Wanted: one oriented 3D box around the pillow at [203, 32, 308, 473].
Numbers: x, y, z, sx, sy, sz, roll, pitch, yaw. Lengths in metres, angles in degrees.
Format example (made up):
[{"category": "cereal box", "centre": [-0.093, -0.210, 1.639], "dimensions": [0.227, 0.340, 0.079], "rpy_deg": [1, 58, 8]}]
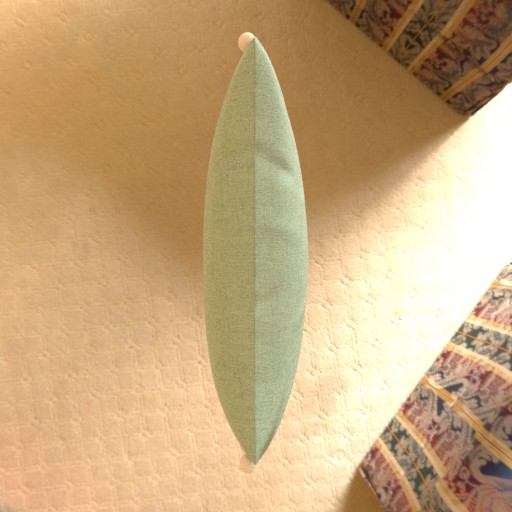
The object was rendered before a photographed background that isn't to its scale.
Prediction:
[{"category": "pillow", "centre": [0.000, 0.000, 0.827], "dimensions": [0.201, 0.322, 0.709], "rpy_deg": [0, 90, -1]}]
